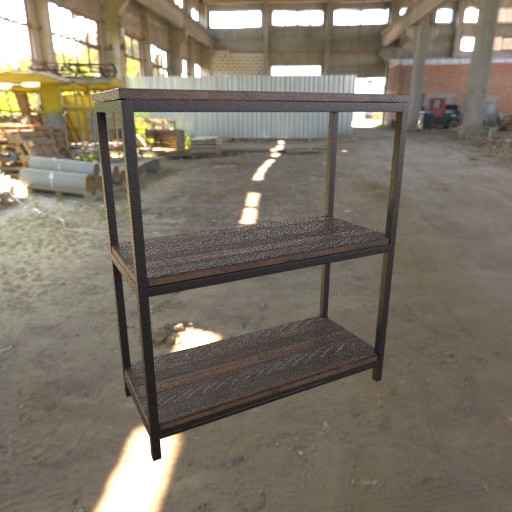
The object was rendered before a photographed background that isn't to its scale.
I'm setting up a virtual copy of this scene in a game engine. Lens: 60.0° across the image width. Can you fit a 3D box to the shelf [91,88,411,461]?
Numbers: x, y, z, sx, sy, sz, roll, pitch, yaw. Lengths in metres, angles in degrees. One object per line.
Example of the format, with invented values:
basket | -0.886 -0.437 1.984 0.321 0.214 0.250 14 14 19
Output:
shelf | 0.000 0.000 1.382 0.822 0.947 0.352 -9 20 -26
